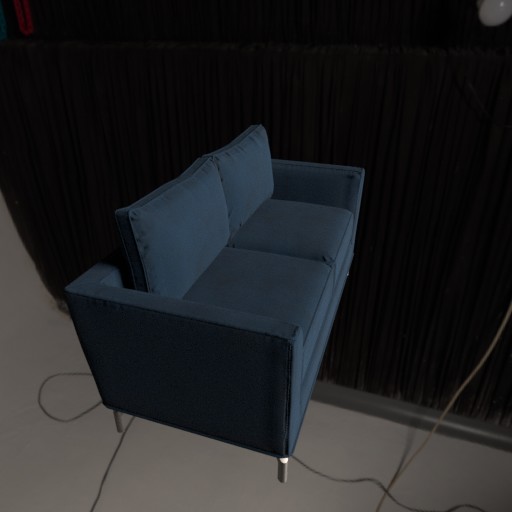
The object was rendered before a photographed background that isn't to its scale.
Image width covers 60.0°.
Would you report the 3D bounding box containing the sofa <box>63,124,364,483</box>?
[{"bbox_3d":[0.000,0.000,2.275,0.853,1.002,1.770,9,30,16],"label":"sofa"}]
